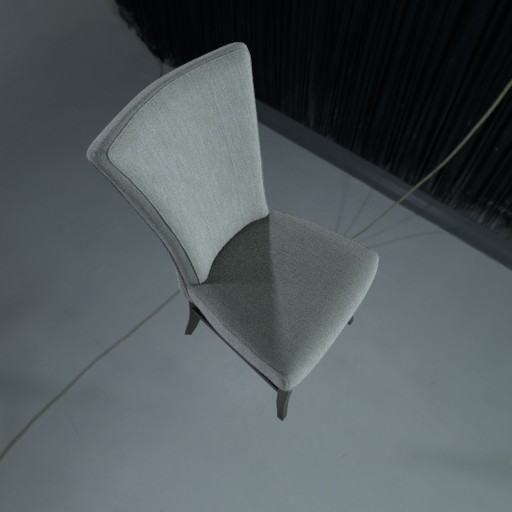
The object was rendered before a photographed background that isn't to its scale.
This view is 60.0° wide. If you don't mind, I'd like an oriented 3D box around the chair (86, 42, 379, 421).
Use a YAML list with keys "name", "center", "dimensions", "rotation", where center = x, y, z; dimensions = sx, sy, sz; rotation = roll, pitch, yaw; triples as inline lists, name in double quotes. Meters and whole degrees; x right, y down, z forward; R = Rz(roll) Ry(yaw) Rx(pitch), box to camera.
- name: "chair"
  center: [0.000, 0.000, 1.368]
  dimensions: [0.660, 0.991, 0.520]
  rotation: [33, 63, 19]
